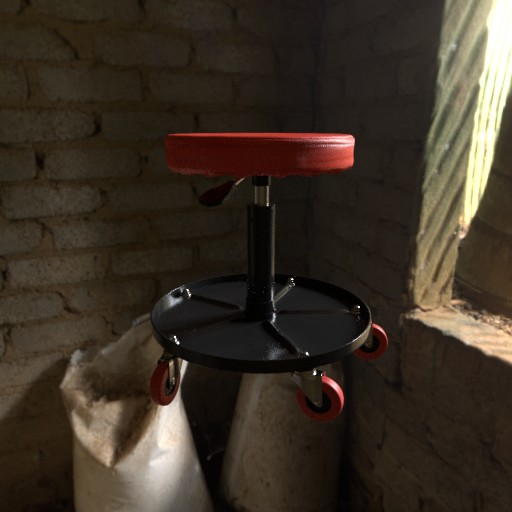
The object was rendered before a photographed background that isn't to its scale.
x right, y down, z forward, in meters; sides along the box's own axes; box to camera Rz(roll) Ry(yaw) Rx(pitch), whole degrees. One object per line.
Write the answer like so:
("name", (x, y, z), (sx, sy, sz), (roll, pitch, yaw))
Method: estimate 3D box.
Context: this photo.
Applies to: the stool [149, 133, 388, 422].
("stool", (0.000, 0.000, 0.688), (0.381, 0.365, 0.382), (9, 18, 27))
